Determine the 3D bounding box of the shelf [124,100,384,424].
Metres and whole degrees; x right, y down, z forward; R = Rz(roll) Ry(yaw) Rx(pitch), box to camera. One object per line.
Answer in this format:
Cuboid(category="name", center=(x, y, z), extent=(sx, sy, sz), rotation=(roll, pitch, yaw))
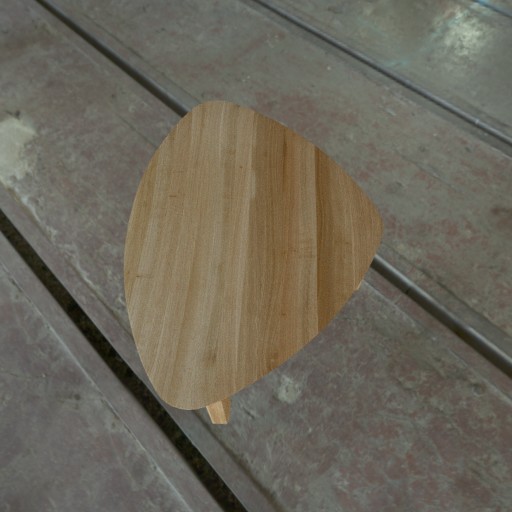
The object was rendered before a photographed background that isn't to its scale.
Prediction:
Cuboid(category="shelf", center=(0.000, 0.000, 1.691), extent=(0.863, 0.439, 1.240), rotation=(1, 58, 1))
